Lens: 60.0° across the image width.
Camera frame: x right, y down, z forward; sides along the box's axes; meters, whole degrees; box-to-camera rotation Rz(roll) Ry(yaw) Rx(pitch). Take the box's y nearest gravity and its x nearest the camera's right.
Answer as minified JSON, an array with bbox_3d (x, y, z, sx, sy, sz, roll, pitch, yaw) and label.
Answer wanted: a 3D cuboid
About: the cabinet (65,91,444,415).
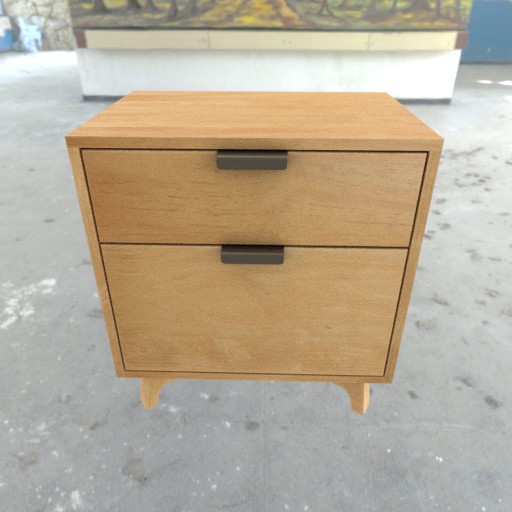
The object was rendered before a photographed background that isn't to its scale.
[{"bbox_3d":[0.000,0.000,0.945,0.551,0.599,0.394,1,30,2],"label":"cabinet"}]
